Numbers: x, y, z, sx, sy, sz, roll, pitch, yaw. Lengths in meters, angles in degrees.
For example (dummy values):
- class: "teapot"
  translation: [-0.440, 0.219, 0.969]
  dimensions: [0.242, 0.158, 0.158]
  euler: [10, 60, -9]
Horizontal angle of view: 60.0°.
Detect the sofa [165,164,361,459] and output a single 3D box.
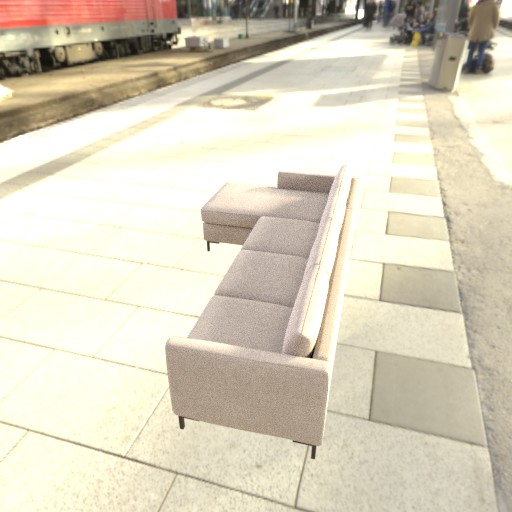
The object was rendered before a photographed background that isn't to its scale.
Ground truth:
- class: "sofa"
  translation: [0.000, 0.000, 3.578]
  dimensions: [1.469, 0.816, 2.923]
  euler: [7, 30, 13]
